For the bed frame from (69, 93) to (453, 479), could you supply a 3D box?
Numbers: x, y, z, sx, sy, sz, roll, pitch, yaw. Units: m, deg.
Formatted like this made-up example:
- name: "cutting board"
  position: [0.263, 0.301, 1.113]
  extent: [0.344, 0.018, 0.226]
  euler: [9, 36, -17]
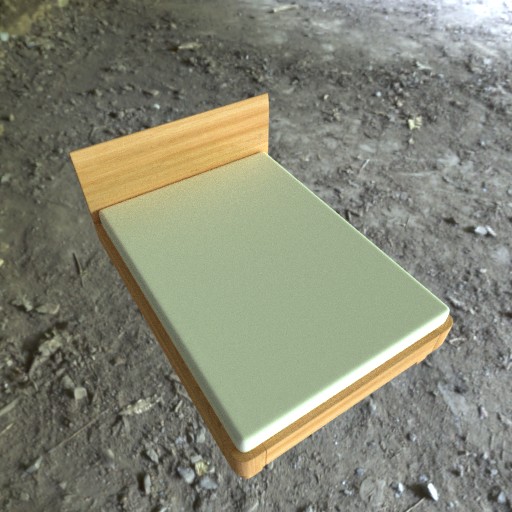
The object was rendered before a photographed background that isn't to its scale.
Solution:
- name: "bed frame"
  position: [0.000, 0.000, 2.769]
  extent: [1.472, 0.940, 1.992]
  euler: [-25, 51, -22]
